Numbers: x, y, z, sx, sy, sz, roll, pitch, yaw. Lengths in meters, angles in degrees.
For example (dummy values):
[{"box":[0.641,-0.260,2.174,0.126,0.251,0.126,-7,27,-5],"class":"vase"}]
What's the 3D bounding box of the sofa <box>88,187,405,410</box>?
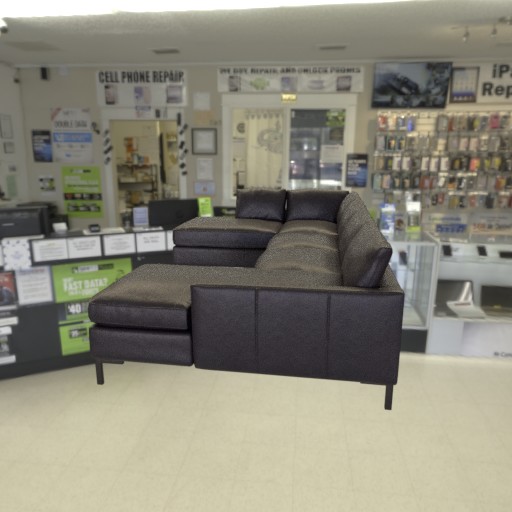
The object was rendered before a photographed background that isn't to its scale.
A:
[{"box":[0.000,0.000,3.739,1.939,0.900,2.956,2,14,9],"class":"sofa"}]
